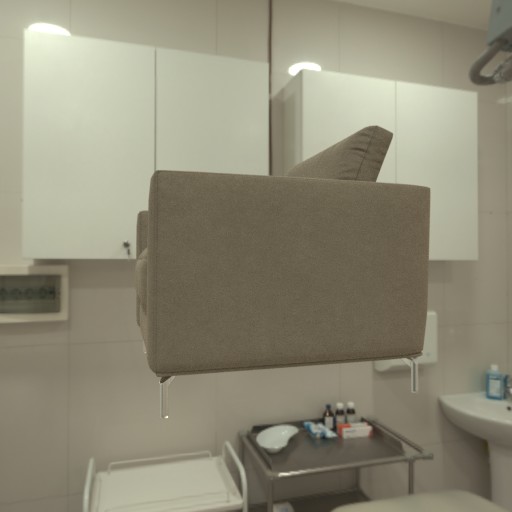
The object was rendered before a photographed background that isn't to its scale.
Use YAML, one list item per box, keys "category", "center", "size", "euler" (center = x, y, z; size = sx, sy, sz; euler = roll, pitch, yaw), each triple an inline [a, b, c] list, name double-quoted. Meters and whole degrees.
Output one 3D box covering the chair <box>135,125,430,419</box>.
- category: "chair"
  center: [0.000, 0.000, 1.704]
  size: [0.889, 0.864, 1.041]
  euler: [0, -1, -17]
